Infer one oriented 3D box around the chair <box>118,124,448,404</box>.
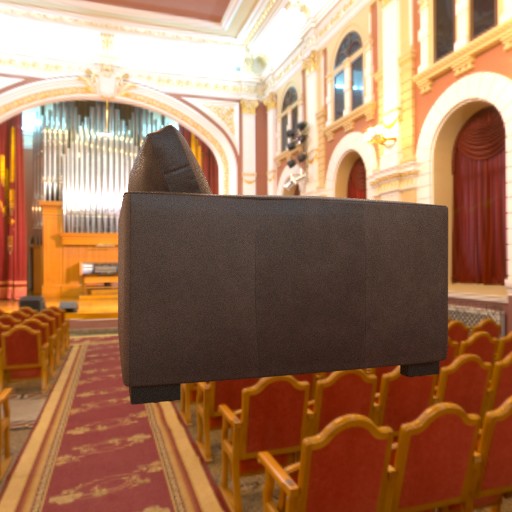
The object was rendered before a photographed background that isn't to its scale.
[{"bbox_3d":[0.000,0.000,1.818,1.069,0.812,1.100,0,-1,-18],"label":"chair"}]
